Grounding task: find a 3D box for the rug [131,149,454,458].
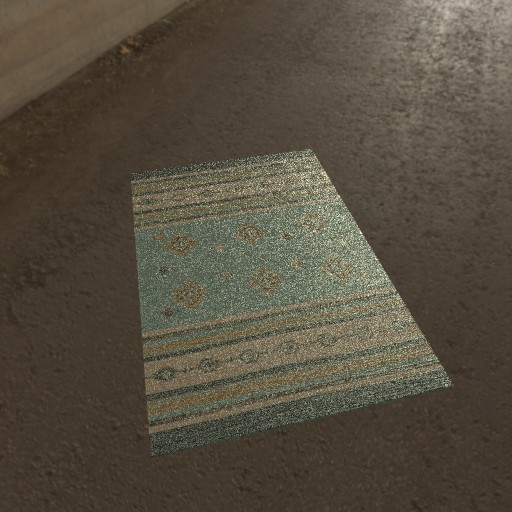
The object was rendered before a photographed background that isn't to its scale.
[{"bbox_3d":[0.000,0.000,2.314,1.212,0.010,1.811,-10,46,-9],"label":"rug"}]
